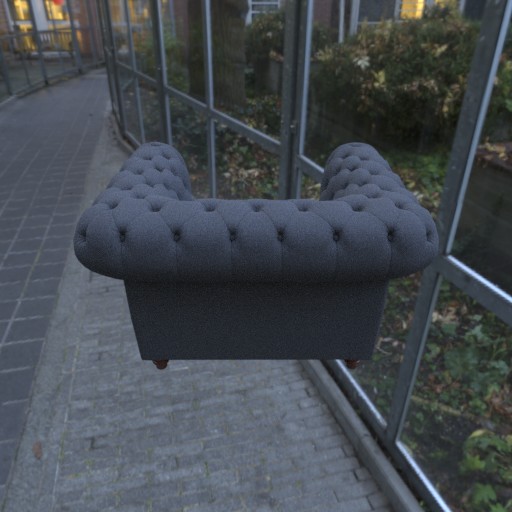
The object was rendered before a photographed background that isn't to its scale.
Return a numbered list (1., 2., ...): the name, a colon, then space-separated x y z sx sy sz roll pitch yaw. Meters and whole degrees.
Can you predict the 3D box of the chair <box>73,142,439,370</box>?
1. chair: 0.000 0.000 1.944 1.270 0.770 0.976 0 29 0
